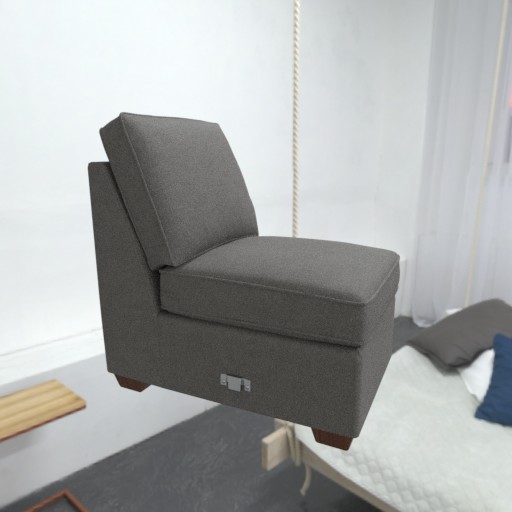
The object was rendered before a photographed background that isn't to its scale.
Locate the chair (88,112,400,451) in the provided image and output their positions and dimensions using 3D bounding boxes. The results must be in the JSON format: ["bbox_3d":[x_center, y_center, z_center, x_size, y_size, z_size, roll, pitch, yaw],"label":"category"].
[{"bbox_3d":[0.000,0.000,1.583,0.938,0.970,0.621,6,15,25],"label":"chair"}]
